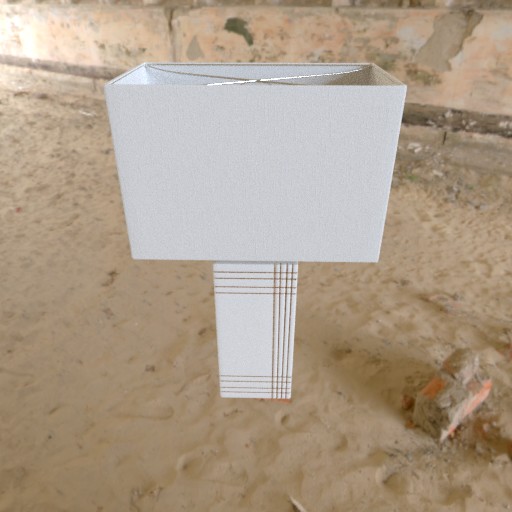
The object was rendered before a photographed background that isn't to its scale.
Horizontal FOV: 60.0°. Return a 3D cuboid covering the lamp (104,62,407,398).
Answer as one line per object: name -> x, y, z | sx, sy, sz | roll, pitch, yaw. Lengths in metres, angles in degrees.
lamp -> 0.000, 0.000, 0.700 | 0.334, 0.543, 0.182 | 1, 31, 1
